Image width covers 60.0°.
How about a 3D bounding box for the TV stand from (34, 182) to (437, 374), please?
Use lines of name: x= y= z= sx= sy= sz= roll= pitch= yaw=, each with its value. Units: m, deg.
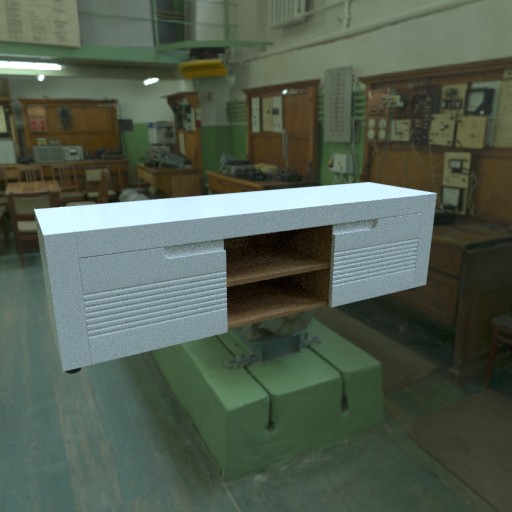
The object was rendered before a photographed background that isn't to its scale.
TV stand: x=0.000 y=0.000 z=1.747 sx=1.500 sy=0.440 sz=0.410 roll=-9 pitch=19 yaw=-27
